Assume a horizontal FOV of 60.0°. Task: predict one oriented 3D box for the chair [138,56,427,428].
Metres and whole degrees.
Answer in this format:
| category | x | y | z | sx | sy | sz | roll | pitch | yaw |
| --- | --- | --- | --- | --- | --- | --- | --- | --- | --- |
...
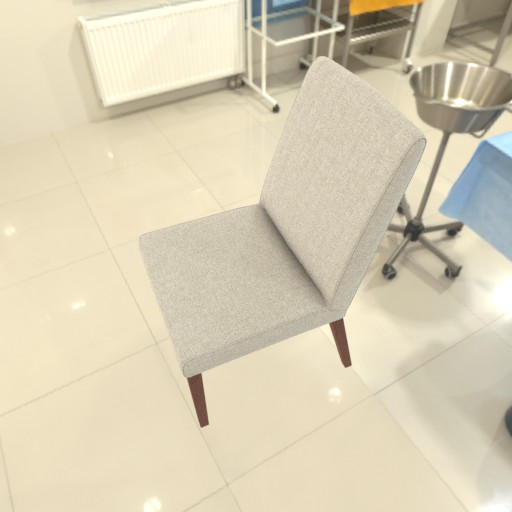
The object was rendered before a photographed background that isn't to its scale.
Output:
| category | x | y | z | sx | sy | sz | roll | pitch | yaw |
| --- | --- | --- | --- | --- | --- | --- | --- | --- | --- |
| chair | 0.000 | 0.000 | 1.255 | 0.594 | 0.900 | 0.480 | -18 | 49 | -16 |
